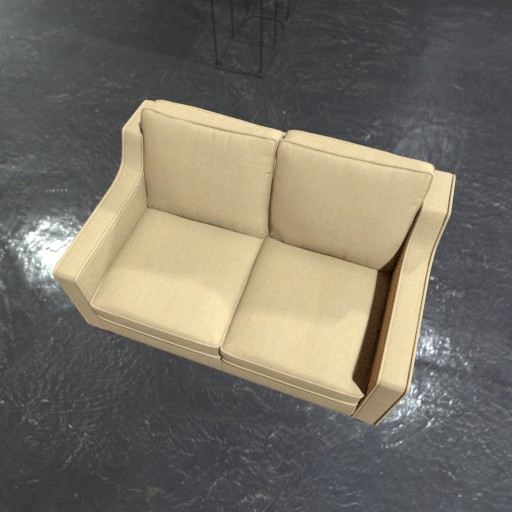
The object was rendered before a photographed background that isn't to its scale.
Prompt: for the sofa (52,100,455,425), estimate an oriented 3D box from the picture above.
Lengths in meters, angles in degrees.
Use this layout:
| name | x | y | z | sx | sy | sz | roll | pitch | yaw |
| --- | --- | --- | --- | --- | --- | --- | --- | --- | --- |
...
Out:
| name | x | y | z | sx | sy | sz | roll | pitch | yaw |
| --- | --- | --- | --- | --- | --- | --- | --- | --- | --- |
| sofa | 0.000 | 0.000 | 2.096 | 1.501 | 0.971 | 0.987 | 17 | 59 | 10 |
